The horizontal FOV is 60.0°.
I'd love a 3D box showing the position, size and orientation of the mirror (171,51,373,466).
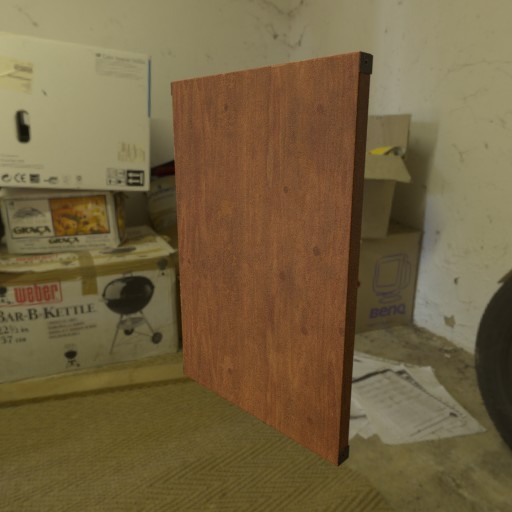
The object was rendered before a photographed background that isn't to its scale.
[{"bbox_3d":[0.000,0.000,0.977,0.517,0.761,0.053,14,20,43],"label":"mirror"}]
